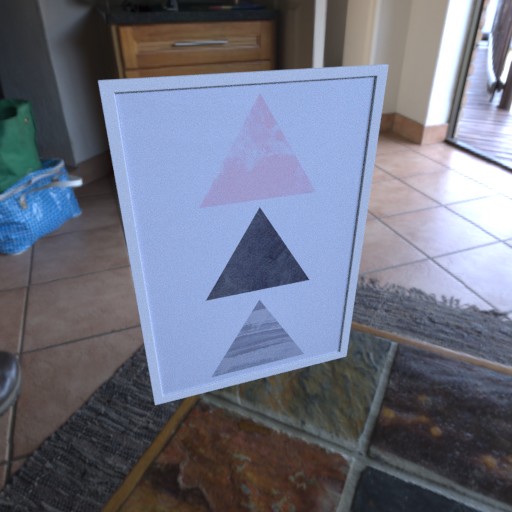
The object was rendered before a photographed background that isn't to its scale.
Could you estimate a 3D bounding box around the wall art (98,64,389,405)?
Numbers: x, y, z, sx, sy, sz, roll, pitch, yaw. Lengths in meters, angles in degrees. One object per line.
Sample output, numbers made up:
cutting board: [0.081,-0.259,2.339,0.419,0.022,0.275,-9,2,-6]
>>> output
wall art: [0.000,0.000,1.210,0.659,0.940,0.013,-10,33,-16]
